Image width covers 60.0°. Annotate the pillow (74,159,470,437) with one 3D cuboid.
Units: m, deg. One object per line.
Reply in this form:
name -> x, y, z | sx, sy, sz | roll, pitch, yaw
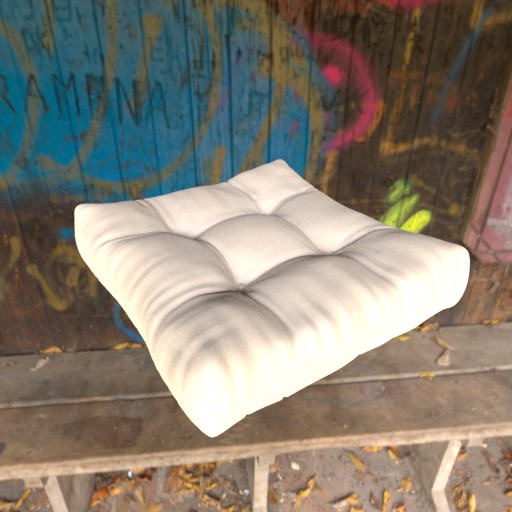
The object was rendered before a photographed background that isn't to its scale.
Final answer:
pillow -> 0.000, 0.000, 0.726 | 0.468, 0.128, 0.490 | -19, 36, -29
